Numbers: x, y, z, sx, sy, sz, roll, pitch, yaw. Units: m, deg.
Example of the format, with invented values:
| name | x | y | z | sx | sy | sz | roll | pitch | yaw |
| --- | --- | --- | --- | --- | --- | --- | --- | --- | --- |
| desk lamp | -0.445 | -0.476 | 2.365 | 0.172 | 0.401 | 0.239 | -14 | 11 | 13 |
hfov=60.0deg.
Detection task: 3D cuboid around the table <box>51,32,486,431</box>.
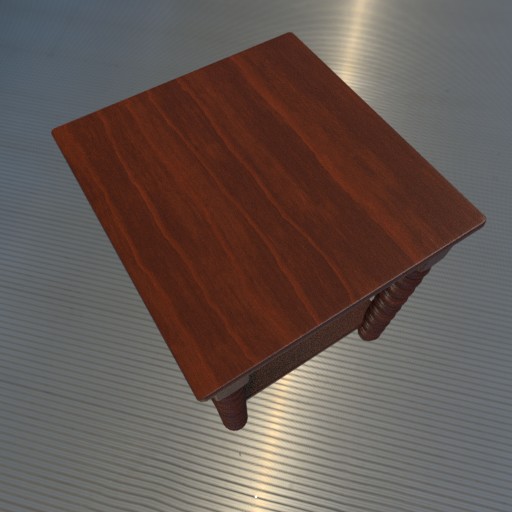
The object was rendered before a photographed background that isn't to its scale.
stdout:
| name | x | y | z | sx | sy | sz | roll | pitch | yaw |
| --- | --- | --- | --- | --- | --- | --- | --- | --- | --- |
| table | 0.000 | 0.000 | 0.960 | 0.500 | 0.567 | 0.533 | -29 | 65 | -15 |
